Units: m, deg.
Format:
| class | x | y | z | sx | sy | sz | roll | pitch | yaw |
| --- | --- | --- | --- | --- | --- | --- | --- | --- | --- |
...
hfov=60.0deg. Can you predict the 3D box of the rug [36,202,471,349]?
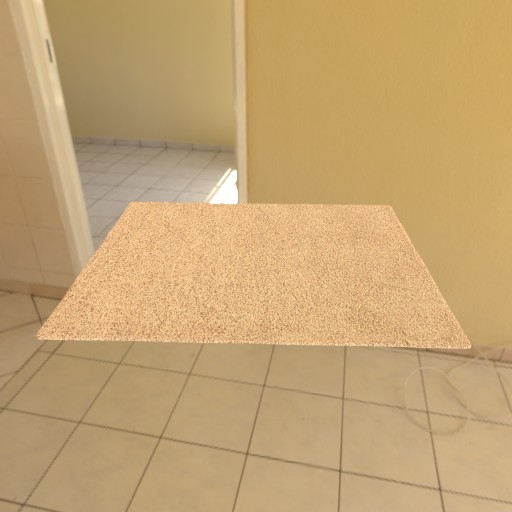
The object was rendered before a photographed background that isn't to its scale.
| class | x | y | z | sx | sy | sz | roll | pitch | yaw |
| --- | --- | --- | --- | --- | --- | --- | --- | --- | --- |
| rug | 0.000 | 0.000 | 4.133 | 3.047 | 0.029 | 2.438 | 1 | 30 | 2 |
